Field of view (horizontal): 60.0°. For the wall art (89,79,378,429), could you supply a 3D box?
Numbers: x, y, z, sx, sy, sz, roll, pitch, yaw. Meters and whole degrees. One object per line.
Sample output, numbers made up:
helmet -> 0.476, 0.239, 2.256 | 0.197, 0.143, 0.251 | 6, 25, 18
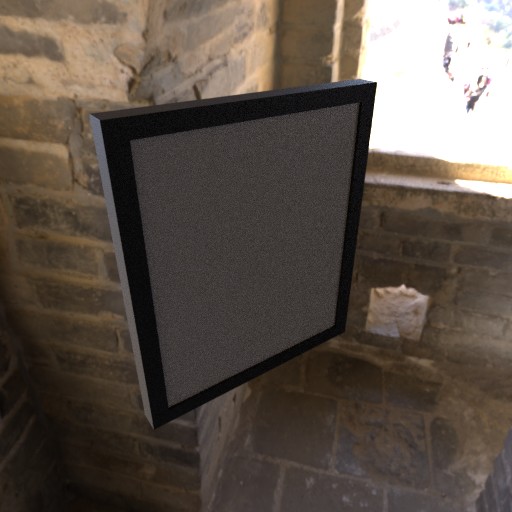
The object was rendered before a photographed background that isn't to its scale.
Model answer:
wall art -> 0.000, 0.000, 0.550 | 0.330, 0.381, 0.029 | -19, 35, -29
